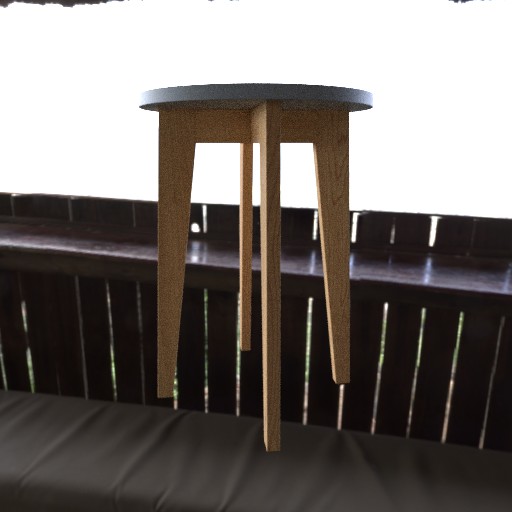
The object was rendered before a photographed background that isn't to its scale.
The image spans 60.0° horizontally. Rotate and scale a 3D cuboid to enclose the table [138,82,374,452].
[{"bbox_3d":[0.000,0.000,0.739,0.350,0.500,0.350,0,14,0],"label":"table"}]
